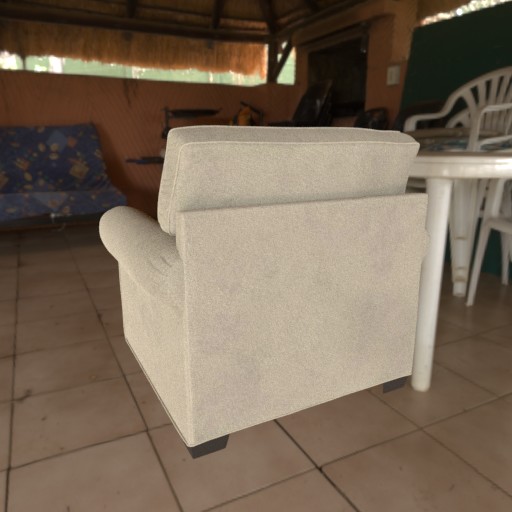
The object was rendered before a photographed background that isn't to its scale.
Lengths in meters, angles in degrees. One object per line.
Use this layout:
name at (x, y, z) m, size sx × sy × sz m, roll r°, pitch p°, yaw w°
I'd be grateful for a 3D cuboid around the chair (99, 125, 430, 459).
chair at (0.000, 0.000, 1.891) m, size 1.147 × 1.044 × 0.939 m, roll -8°, pitch 16°, yaw -27°
